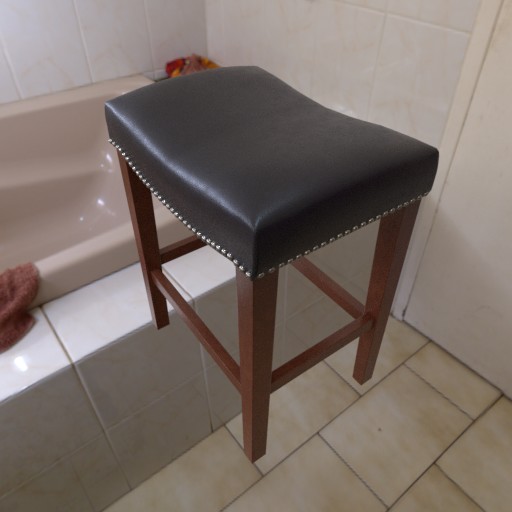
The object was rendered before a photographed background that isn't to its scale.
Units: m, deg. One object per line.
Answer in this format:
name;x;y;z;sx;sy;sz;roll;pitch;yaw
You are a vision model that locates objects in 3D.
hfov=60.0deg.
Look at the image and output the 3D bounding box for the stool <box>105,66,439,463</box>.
stool;0.000;0.000;0.956;0.372;0.654;0.504;-25;47;-26
